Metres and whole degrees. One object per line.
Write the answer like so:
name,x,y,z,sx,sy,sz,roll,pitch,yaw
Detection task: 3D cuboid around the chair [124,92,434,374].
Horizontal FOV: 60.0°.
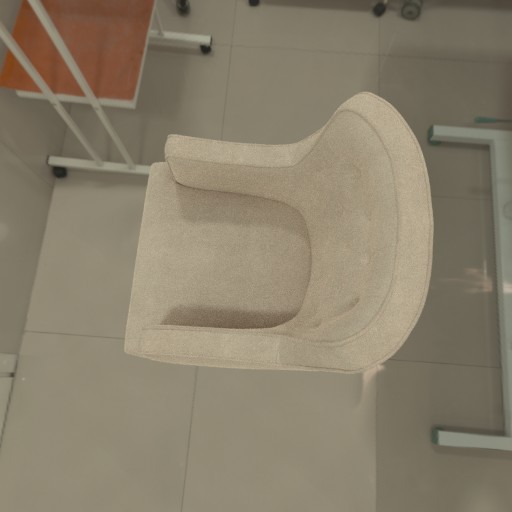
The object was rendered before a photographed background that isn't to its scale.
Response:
chair,0.000,0.000,1.570,0.910,0.920,0.781,4,75,1
